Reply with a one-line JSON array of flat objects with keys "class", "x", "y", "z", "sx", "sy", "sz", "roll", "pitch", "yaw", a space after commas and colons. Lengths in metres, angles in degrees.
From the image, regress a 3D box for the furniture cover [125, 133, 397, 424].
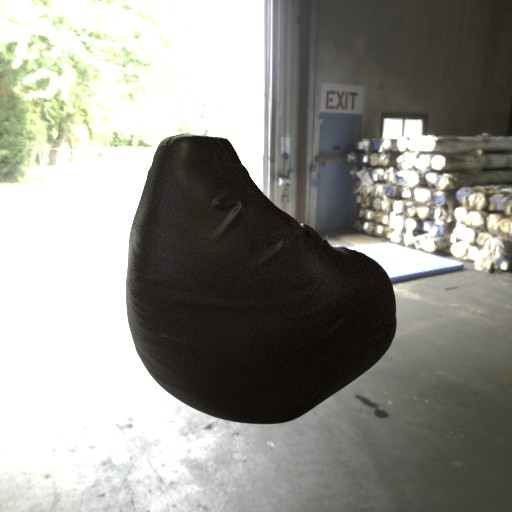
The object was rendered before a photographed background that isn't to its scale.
[{"class": "furniture cover", "x": 0.000, "y": 0.000, "z": 1.871, "sx": 1.070, "sy": 0.990, "sz": 1.070, "roll": 14, "pitch": 20, "yaw": 43}]
